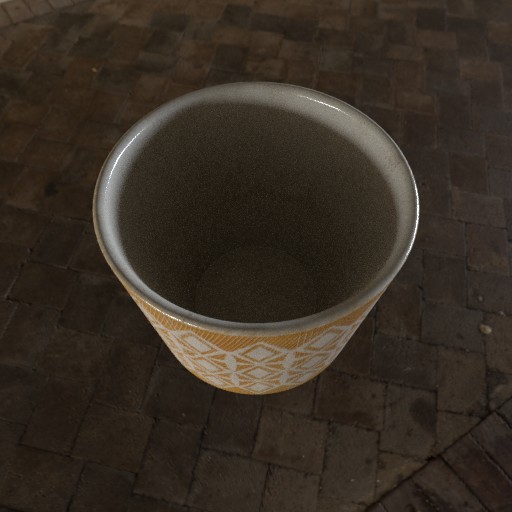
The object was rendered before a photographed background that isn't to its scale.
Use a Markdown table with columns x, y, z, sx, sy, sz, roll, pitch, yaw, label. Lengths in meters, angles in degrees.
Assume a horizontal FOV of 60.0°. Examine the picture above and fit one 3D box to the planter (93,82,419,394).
| x | y | z | sx | sy | sz | roll | pitch | yaw | label |
| --- | --- | --- | --- | --- | --- | --- | --- | --- | --- |
| 0.000 | 0.000 | 0.335 | 0.193 | 0.165 | 0.193 | 0 | 58 | 0 | planter |
